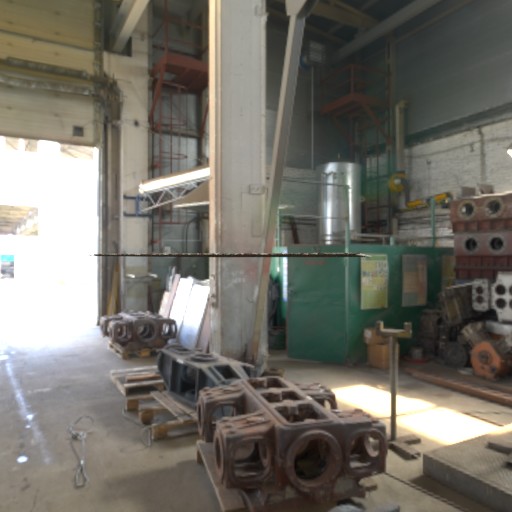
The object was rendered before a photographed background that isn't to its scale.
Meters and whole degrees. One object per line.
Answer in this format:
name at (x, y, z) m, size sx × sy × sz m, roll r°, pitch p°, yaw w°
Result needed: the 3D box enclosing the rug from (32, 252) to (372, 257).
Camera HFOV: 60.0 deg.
rug at (0.000, 0.000, 3.055) m, size 1.524 × 0.011 × 2.438 m, roll 0°, pitch 0°, yaw 16°
